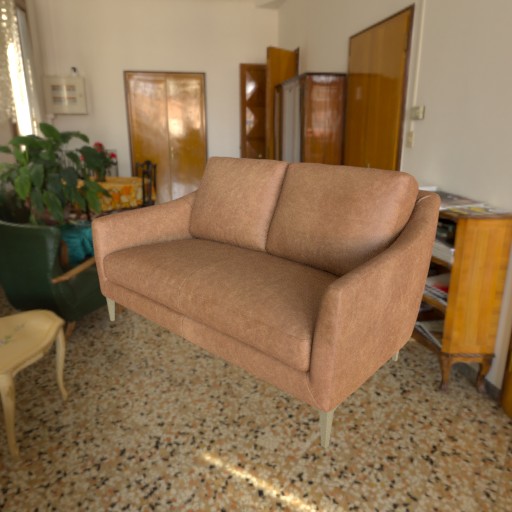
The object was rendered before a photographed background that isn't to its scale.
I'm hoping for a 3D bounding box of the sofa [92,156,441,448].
[{"bbox_3d":[0.000,0.000,2.212,1.619,0.902,0.960,15,22,42],"label":"sofa"}]
